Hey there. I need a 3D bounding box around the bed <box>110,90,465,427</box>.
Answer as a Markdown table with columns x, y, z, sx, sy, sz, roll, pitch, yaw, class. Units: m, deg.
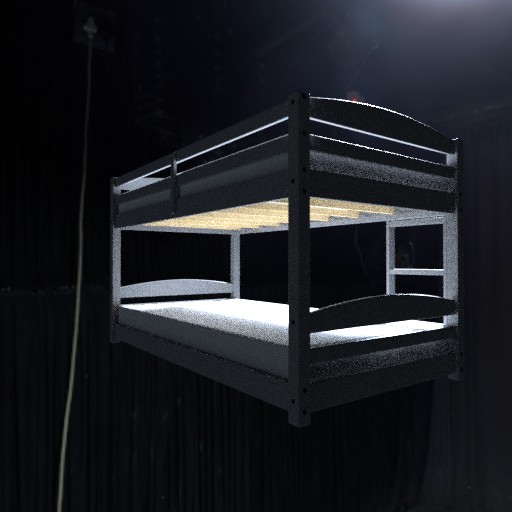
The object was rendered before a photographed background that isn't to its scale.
| x | y | z | sx | sy | sz | roll | pitch | yaw | class |
| --- | --- | --- | --- | --- | --- | --- | --- | --- | --- |
| 0.000 | 0.000 | 2.664 | 1.105 | 1.206 | 2.013 | 1 | -1 | -36 | bed |
